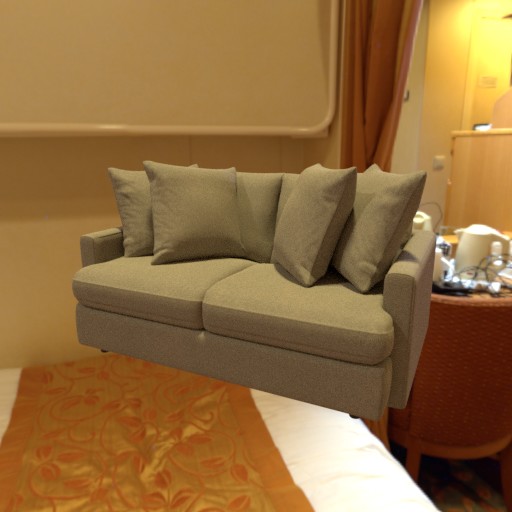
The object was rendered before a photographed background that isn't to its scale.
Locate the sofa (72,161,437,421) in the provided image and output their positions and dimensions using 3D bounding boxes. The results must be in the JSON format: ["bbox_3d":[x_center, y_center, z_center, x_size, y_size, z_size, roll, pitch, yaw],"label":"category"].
[{"bbox_3d":[0.000,0.000,2.586,1.869,1.080,1.228,7,16,25],"label":"sofa"}]
